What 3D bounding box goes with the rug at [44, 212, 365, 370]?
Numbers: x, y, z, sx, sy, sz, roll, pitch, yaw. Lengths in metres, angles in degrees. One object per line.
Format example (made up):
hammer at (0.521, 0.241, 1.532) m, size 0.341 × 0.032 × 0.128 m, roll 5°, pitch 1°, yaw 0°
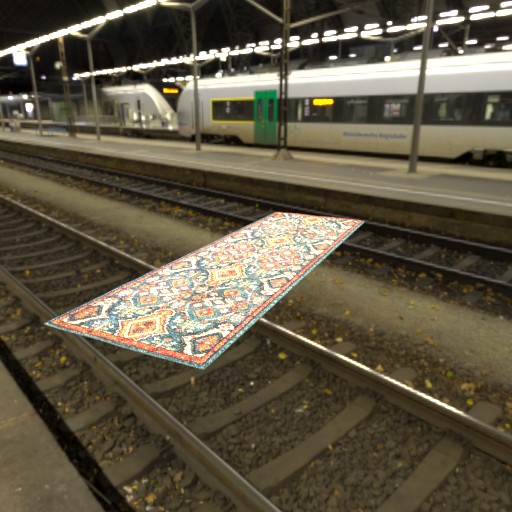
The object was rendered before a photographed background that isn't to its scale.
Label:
rug at (0.000, 0.000, 2.748) m, size 0.801 × 0.010 × 2.459 m, roll 9°, pitch 20°, yaw 25°
